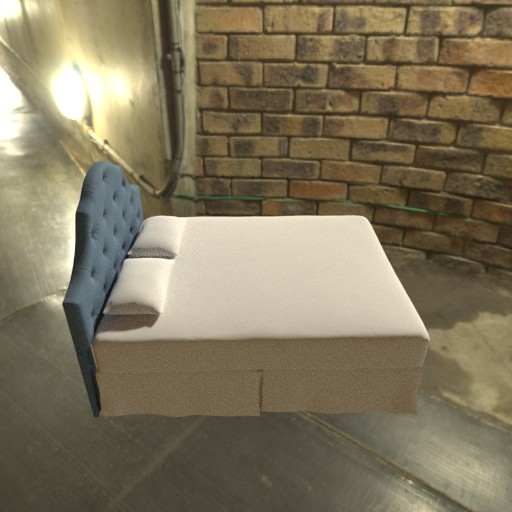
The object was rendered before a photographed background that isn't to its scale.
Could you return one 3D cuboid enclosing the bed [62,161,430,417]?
[{"bbox_3d":[0.000,0.000,3.761,2.477,1.617,2.039,-1,31,-1],"label":"bed"}]
